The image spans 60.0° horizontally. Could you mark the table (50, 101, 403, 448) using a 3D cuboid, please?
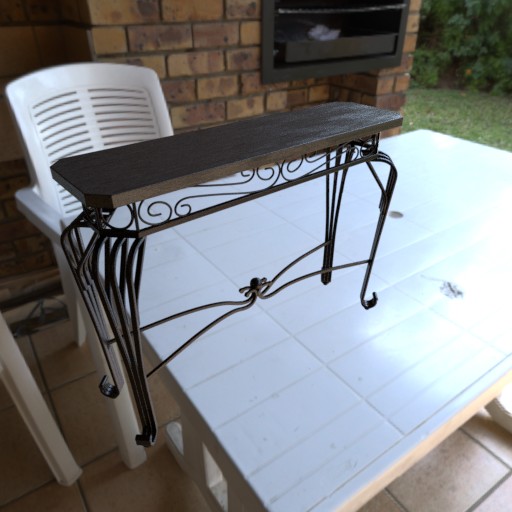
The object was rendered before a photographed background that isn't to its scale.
[{"bbox_3d":[0.000,0.000,1.460,1.112,0.800,0.329,-23,38,-33],"label":"table"}]
